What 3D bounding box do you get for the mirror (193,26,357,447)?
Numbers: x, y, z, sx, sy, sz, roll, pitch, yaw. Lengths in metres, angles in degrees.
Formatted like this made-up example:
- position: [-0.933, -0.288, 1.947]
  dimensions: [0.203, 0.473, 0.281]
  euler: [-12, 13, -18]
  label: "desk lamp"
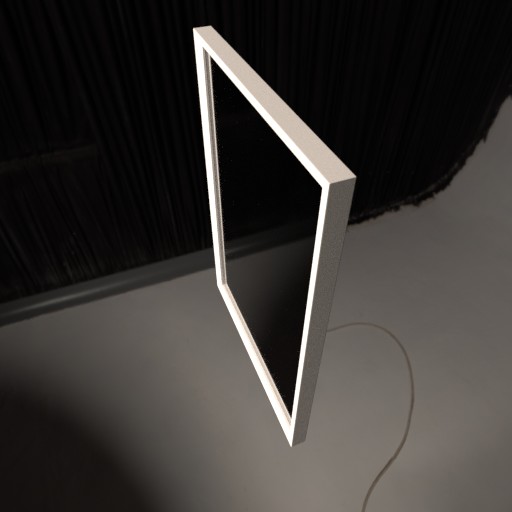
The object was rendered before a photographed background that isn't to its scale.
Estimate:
- position: [0.000, 0.000, 0.894]
  dimensions: [0.039, 0.710, 0.507]
  euler: [-16, 48, -15]
  label: "mirror"
